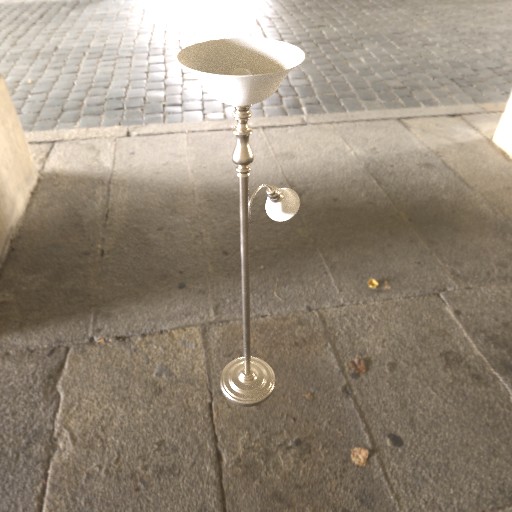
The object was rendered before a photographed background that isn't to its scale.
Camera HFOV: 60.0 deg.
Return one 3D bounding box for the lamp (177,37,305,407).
[{"bbox_3d":[0.000,0.000,2.031,0.405,1.785,0.575,23,45,25],"label":"lamp"}]
